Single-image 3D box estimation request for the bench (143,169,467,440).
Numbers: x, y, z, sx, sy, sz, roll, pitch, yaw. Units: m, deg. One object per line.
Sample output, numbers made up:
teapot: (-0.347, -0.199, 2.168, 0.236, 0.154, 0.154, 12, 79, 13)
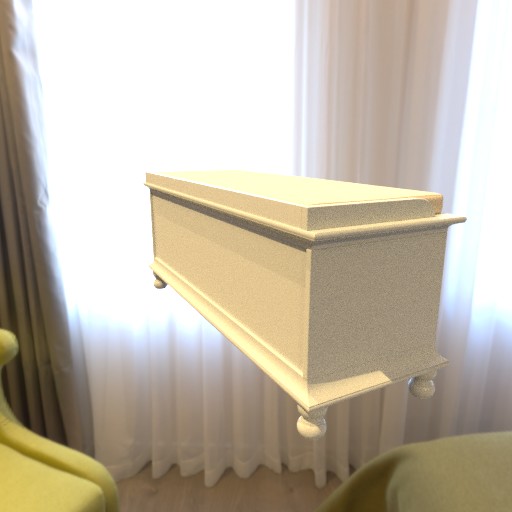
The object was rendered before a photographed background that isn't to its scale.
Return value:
bench: (0.000, 0.000, 1.421, 0.402, 0.486, 1.185, -8, 16, -27)
